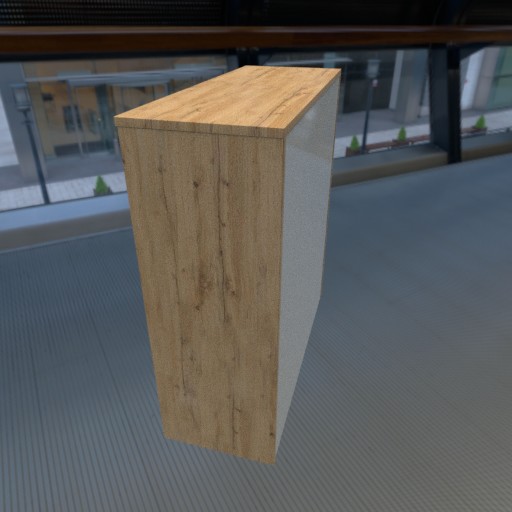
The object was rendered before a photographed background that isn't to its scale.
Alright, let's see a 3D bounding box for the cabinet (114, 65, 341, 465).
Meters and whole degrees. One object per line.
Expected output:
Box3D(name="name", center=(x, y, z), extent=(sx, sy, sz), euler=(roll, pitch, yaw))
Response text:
Box3D(name="cabinet", center=(0.000, 0.000, 1.930), extent=(0.473, 1.397, 1.168), euler=(8, 30, 14))
